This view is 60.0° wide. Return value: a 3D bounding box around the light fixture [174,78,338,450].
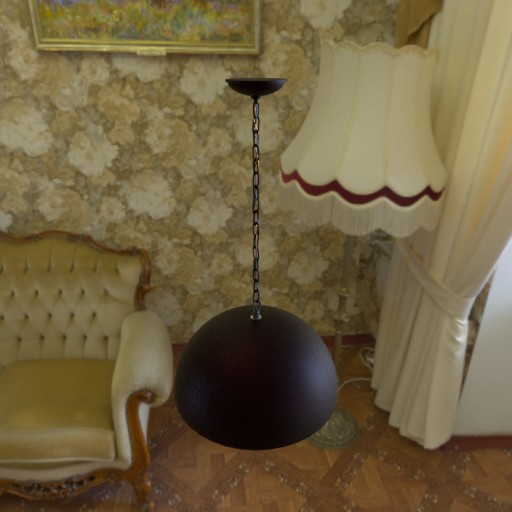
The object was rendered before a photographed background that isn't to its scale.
[{"bbox_3d":[0.000,0.000,1.172,0.492,0.869,0.492,17,29,33],"label":"light fixture"}]
